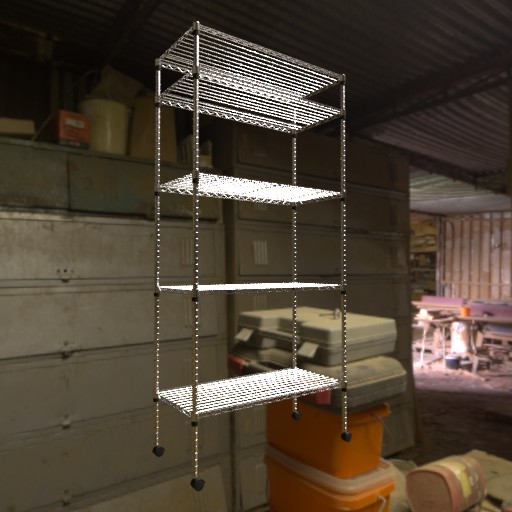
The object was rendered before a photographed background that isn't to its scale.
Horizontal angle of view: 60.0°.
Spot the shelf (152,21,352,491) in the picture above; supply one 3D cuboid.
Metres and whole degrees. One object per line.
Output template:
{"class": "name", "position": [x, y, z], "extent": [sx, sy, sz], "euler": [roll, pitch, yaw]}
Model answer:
{"class": "shelf", "position": [0.000, 0.000, 1.850], "extent": [0.762, 1.587, 0.356], "euler": [1, -2, -35]}
